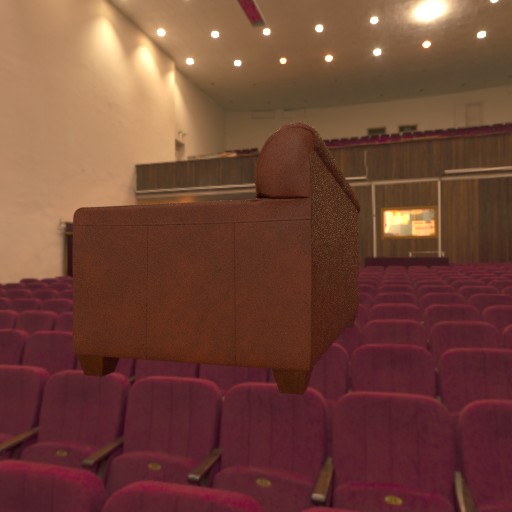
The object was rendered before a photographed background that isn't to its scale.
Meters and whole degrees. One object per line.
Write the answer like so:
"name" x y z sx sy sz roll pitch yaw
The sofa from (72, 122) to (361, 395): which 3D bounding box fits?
"sofa" 0.000 0.000 2.453 1.000 0.966 1.856 0 -1 18
